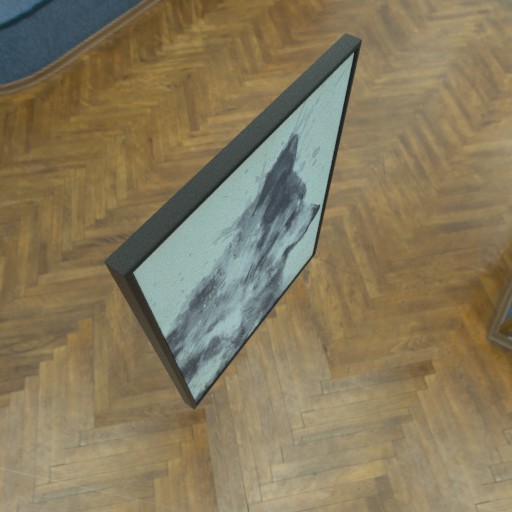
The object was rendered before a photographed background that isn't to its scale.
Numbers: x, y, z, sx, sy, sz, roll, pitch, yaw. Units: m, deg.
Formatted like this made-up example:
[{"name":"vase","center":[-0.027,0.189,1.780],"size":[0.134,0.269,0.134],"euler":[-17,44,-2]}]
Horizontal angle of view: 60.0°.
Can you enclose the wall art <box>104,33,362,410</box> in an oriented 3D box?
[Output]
[{"name":"wall art","center":[0.000,0.000,0.743],"size":[0.028,0.551,0.451],"euler":[32,64,18]}]
